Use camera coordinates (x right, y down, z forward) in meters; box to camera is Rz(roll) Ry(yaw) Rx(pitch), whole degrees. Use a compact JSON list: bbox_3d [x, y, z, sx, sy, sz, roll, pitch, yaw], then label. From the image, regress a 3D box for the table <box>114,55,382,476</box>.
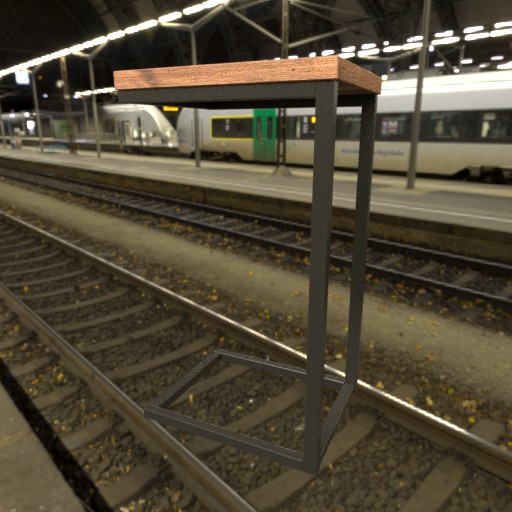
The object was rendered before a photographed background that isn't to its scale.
[{"bbox_3d":[0.000,0.000,0.944,0.414,0.718,0.323,8,18,25],"label":"table"}]
